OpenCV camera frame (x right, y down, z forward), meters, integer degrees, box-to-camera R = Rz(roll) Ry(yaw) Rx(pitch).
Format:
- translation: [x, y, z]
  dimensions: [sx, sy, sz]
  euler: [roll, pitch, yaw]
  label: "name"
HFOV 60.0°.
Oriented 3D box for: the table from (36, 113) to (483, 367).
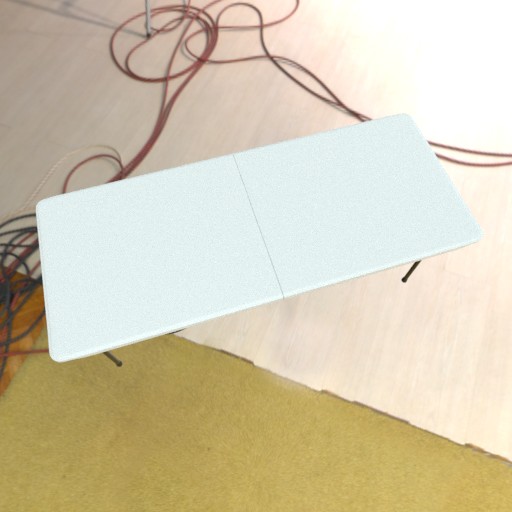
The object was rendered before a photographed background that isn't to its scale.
- translation: [0.000, 0.000, 2.247]
  dimensions: [1.829, 0.719, 0.761]
  euler: [-15, 64, -8]
  label: "table"
